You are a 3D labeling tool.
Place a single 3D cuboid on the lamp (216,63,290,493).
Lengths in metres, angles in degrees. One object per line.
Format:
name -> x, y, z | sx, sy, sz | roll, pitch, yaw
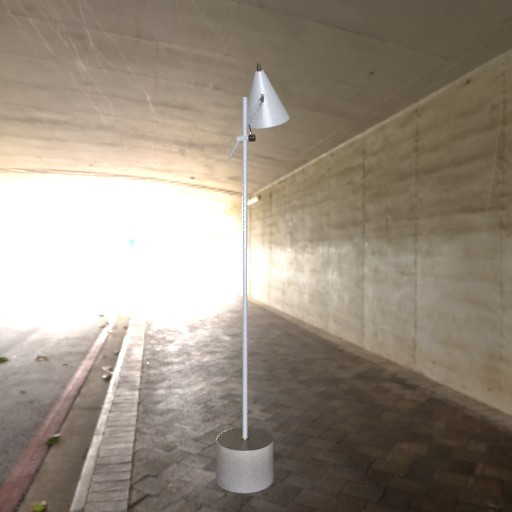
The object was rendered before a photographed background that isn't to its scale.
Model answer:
lamp -> 0.000, 0.000, 1.585 | 0.223, 1.430, 0.508 | 0, 0, 19
